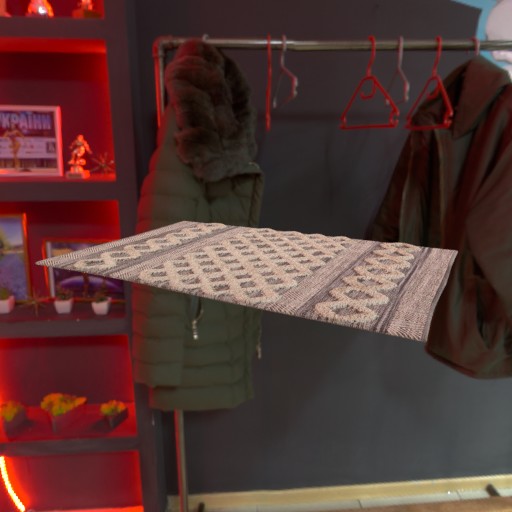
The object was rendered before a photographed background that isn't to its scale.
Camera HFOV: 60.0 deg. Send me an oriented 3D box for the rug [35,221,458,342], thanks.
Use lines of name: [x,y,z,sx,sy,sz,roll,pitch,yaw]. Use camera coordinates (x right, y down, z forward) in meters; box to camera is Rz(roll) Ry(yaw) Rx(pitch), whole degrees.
rug: [0.000,0.000,2.283,1.823,0.030,1.222,8,17,27]
